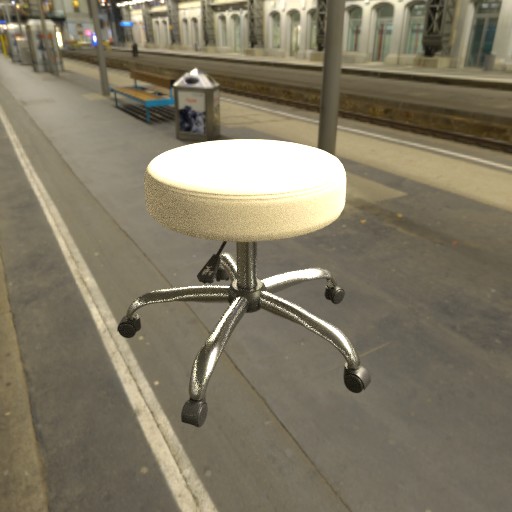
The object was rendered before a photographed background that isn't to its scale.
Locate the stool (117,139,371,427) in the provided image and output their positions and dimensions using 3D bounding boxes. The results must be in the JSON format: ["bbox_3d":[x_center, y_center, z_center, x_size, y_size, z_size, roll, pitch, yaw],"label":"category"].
[{"bbox_3d":[0.000,0.000,1.032,0.614,0.482,0.634,19,32,34],"label":"stool"}]
